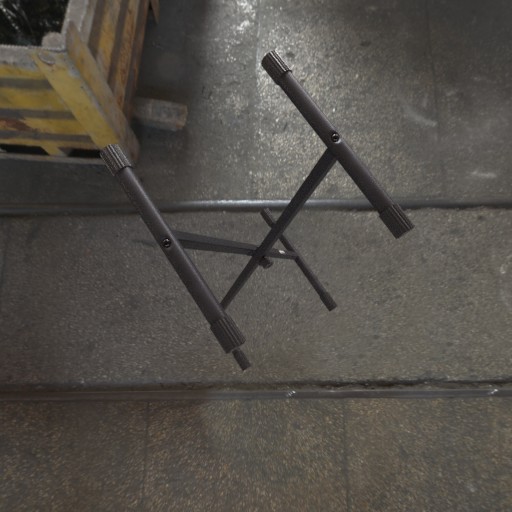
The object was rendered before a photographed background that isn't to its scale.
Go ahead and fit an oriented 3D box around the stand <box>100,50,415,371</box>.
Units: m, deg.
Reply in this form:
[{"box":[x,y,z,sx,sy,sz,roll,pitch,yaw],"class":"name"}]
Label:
[{"box":[0.000,0.000,1.174,0.409,0.940,0.449,-33,78,-8],"class":"stand"}]
